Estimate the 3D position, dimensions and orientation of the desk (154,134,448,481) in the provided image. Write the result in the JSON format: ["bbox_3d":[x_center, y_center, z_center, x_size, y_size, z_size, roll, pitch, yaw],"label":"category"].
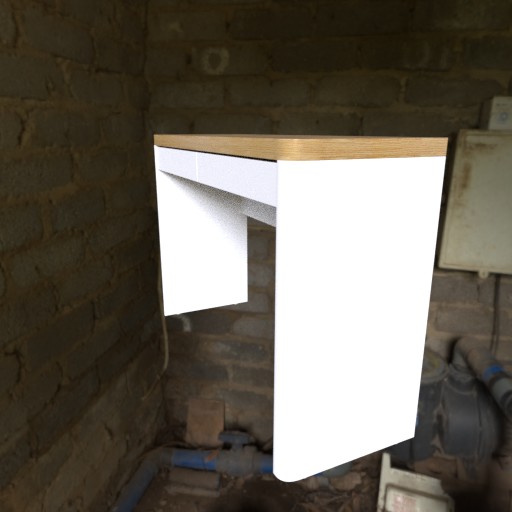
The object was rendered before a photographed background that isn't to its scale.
[{"bbox_3d":[0.000,0.000,1.451,0.390,0.760,1.100,-7,17,-24],"label":"desk"}]
